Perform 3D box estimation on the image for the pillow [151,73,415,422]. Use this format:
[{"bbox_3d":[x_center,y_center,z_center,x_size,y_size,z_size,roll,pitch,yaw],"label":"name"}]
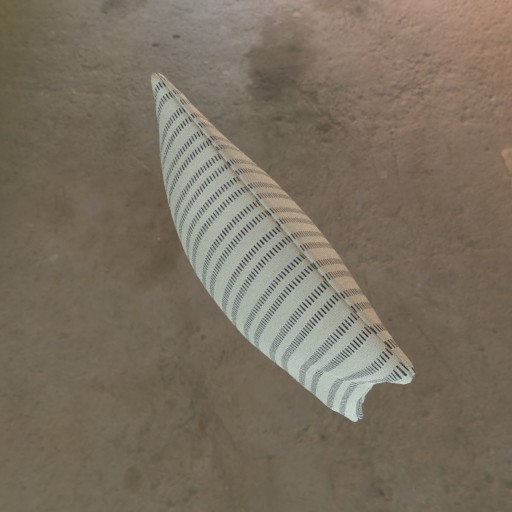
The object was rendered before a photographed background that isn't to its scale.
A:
[{"bbox_3d":[0.000,0.000,0.790,0.210,0.353,0.640,-32,67,-15],"label":"pillow"}]
